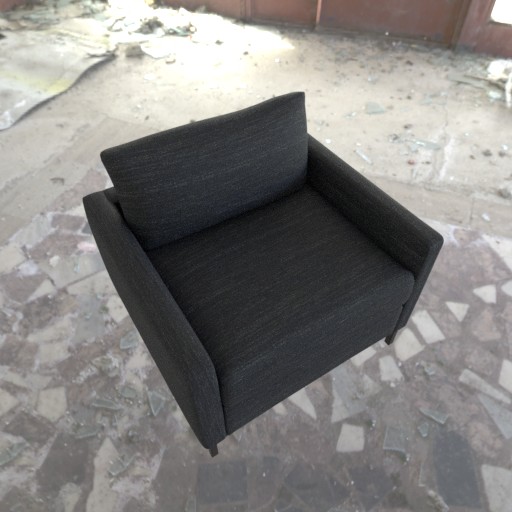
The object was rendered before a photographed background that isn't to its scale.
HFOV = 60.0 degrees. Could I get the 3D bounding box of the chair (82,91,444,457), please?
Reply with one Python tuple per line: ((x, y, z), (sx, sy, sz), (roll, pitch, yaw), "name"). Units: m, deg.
((0.000, 0.000, 1.636), (0.963, 0.861, 0.866), (-25, 52, -21), "chair")
